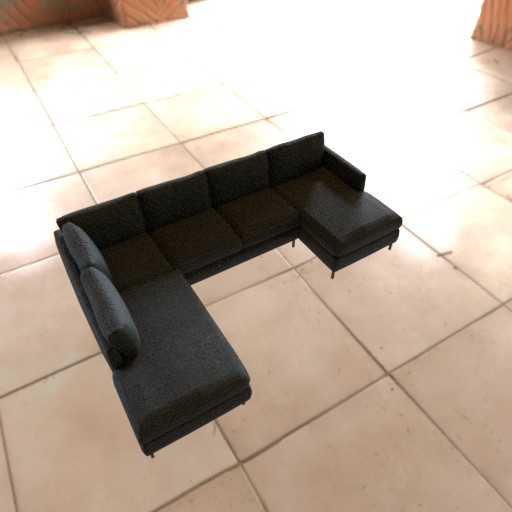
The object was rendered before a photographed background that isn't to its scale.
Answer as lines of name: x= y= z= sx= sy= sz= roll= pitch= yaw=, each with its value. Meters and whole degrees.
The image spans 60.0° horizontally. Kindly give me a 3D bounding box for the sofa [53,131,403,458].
sofa: x=0.000 y=0.000 z=3.604 sx=2.737 sy=0.753 sz=1.879 roll=-23 pitch=49 yaw=-22
